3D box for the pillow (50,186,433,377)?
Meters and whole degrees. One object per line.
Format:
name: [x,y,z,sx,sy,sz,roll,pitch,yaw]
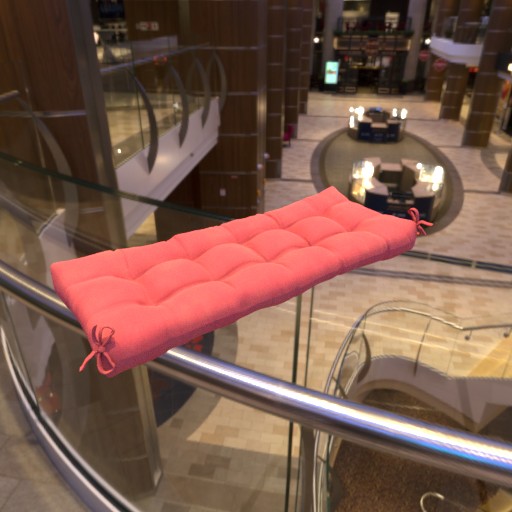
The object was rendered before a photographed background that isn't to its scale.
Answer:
pillow: [0.000,0.000,1.388,1.194,0.174,0.511,-19,34,-31]
